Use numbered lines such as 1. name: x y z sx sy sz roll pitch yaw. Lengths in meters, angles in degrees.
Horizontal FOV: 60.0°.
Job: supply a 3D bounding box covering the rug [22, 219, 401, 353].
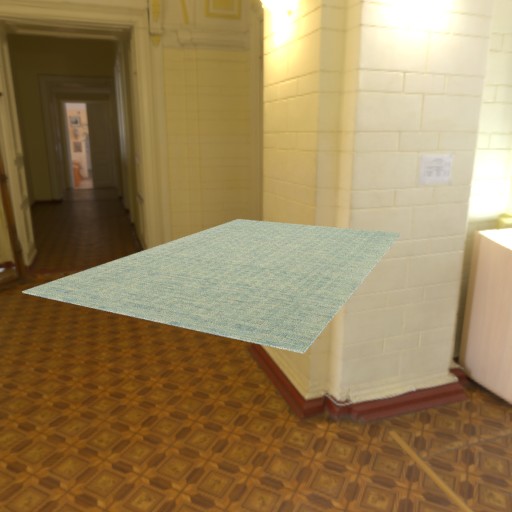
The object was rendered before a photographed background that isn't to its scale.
1. rug: 0.000 0.000 2.219 1.142 0.006 1.752 7 16 25
